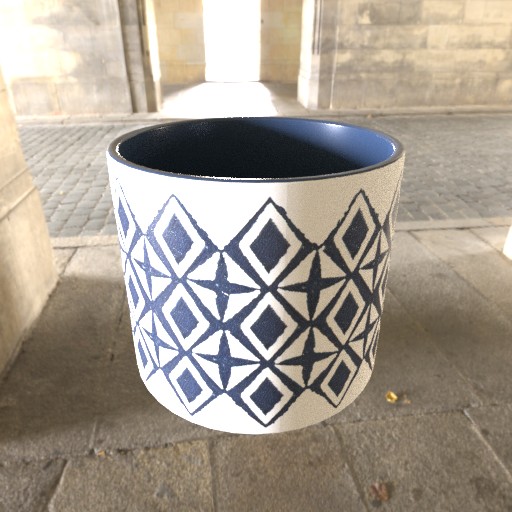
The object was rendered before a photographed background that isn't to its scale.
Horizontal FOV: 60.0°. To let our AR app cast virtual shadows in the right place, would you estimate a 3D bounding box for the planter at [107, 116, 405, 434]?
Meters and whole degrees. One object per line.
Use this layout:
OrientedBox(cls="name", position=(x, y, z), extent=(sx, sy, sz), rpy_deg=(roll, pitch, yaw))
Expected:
OrientedBox(cls="planter", position=(0.000, 0.000, 0.276), extent=(0.159, 0.144, 0.159), rpy_deg=(0, 26, 0))
